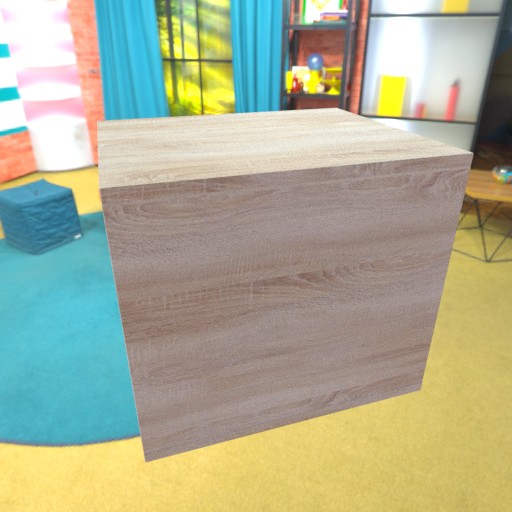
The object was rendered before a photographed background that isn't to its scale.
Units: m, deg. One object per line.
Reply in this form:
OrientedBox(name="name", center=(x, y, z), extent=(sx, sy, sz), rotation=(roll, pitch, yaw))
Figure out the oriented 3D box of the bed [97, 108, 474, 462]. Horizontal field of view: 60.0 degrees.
OrientedBox(name="bed", center=(0.000, 0.000, 0.772), extent=(0.460, 0.420, 0.401), rotation=(-8, 28, -16))
